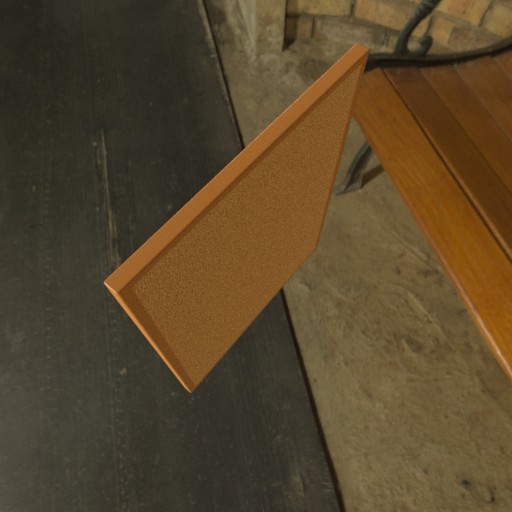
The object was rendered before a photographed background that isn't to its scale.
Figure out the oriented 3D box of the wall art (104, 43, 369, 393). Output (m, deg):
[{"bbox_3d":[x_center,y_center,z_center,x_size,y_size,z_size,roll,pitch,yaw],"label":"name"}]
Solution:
[{"bbox_3d":[0.000,0.000,0.520,0.015,0.379,0.310,36,69,17],"label":"wall art"}]
